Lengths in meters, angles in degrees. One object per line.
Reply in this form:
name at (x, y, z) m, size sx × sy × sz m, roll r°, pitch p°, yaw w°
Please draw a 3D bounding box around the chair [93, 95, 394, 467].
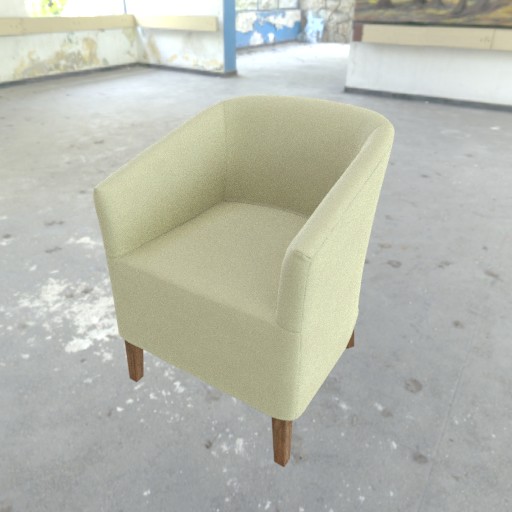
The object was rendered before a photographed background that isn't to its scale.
chair at (0.000, 0.000, 1.349) m, size 0.643 × 0.822 × 0.657 m, roll 18°, pitch 35°, yaw 28°
